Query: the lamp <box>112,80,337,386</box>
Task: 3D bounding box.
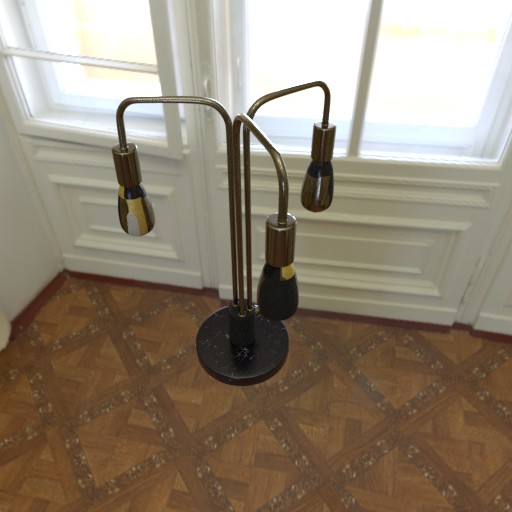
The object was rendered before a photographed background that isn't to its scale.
[{"bbox_3d":[0.000,0.000,0.798,0.368,0.560,0.355,-24,47,-25],"label":"lamp"}]
